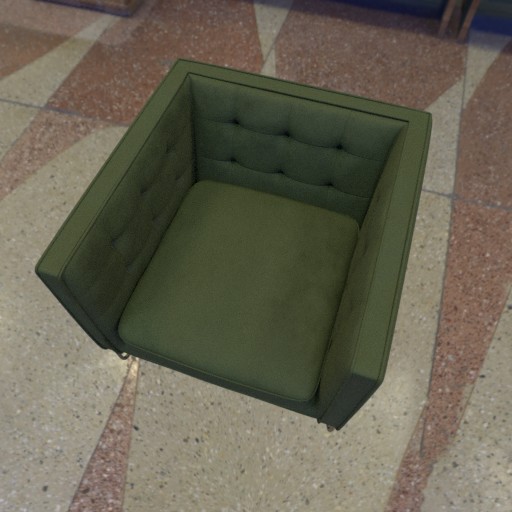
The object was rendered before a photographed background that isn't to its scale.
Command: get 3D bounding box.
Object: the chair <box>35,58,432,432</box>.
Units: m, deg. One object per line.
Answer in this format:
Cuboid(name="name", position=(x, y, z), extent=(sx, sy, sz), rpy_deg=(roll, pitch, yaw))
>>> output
Cuboid(name="chair", position=(0.000, 0.000, 1.531), extent=(0.880, 0.790, 0.894), rpy_deg=(16, 60, 10))
